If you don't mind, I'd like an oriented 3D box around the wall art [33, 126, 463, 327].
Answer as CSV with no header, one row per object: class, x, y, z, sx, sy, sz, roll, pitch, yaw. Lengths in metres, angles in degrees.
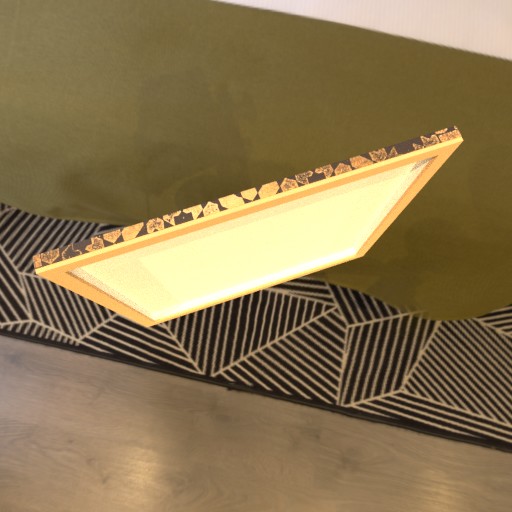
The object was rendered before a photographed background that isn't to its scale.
wall art,0.000,0.000,1.341,0.914,0.914,0.038,-18,75,-5
